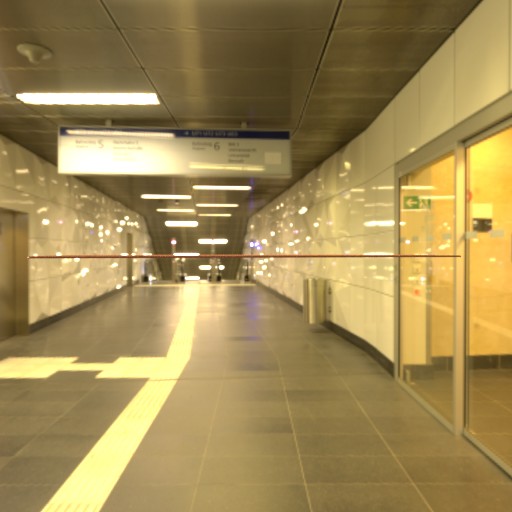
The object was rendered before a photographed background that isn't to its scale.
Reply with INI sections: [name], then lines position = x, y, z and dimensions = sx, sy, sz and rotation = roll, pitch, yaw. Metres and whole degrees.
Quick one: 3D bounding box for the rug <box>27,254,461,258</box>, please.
[rug]
position = 0.000, 0.000, 2.753
dimensions = 2.471, 0.013, 0.914
rotation = 0, 0, -20
